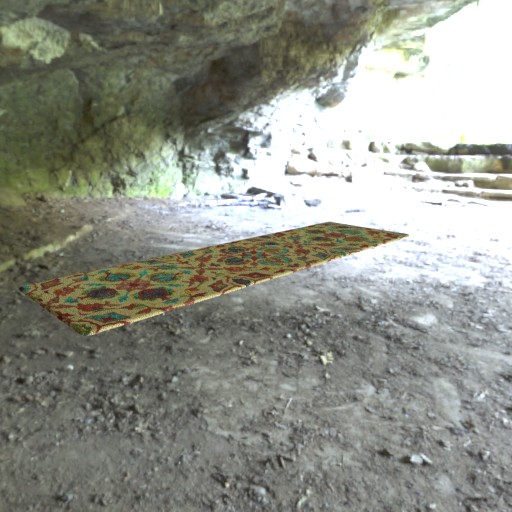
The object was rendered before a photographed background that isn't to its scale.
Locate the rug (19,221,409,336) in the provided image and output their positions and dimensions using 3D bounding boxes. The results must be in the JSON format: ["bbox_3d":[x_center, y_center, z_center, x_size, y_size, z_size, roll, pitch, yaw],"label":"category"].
[{"bbox_3d":[0.000,0.000,2.481,2.273,0.016,0.693,-14,20,-42],"label":"rug"}]
